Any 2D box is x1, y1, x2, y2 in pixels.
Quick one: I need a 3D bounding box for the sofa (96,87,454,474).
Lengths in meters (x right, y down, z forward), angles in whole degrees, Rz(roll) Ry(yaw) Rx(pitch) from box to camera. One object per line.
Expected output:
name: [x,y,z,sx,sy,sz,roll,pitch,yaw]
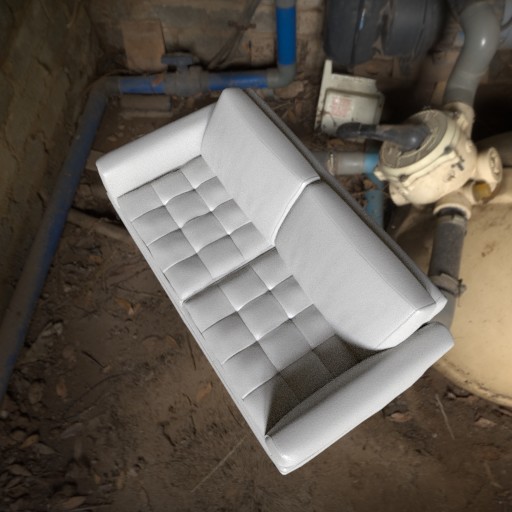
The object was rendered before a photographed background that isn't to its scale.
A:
sofa: [0.000,0.000,2.657,1.121,0.930,2.177,-31,67,-15]
